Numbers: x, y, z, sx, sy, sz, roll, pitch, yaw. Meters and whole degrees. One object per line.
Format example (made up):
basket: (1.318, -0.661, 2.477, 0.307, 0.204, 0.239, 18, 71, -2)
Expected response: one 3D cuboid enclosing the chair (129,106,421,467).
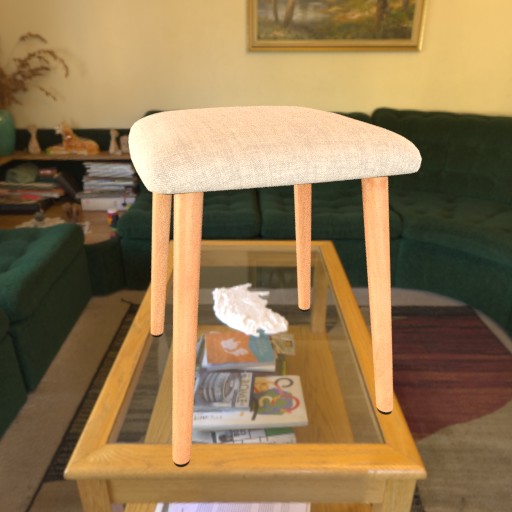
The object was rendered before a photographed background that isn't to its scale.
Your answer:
chair: (0.000, 0.000, 0.707, 0.350, 0.440, 0.350, -7, 25, -16)
